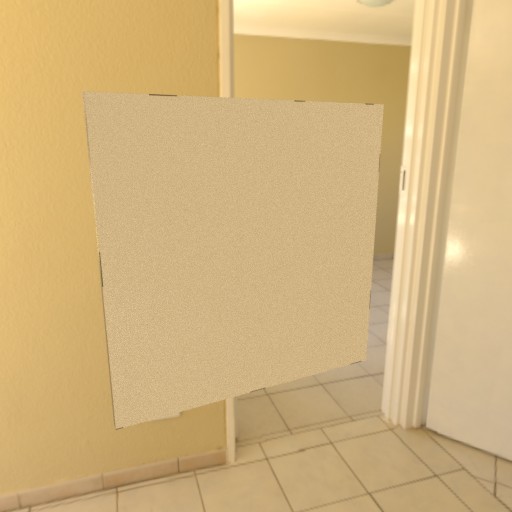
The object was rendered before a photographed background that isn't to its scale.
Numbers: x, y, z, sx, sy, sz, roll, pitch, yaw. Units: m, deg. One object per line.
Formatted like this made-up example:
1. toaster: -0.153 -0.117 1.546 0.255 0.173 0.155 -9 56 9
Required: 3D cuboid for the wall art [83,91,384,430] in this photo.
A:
1. wall art: 0.000 0.000 0.664 0.446 0.445 0.014 -7 16 -26
